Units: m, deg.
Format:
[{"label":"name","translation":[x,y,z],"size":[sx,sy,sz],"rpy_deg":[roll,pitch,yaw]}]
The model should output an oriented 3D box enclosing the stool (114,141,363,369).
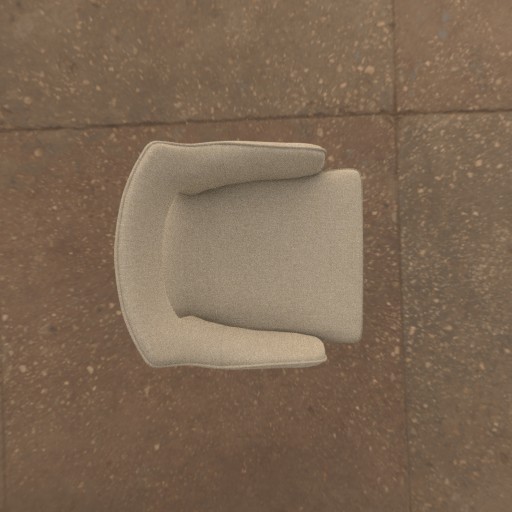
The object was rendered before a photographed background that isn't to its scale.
[{"label":"stool","translation":[0.000,0.000,1.297],"size":[0.560,0.936,0.550],"rpy_deg":[0,89,0]}]
